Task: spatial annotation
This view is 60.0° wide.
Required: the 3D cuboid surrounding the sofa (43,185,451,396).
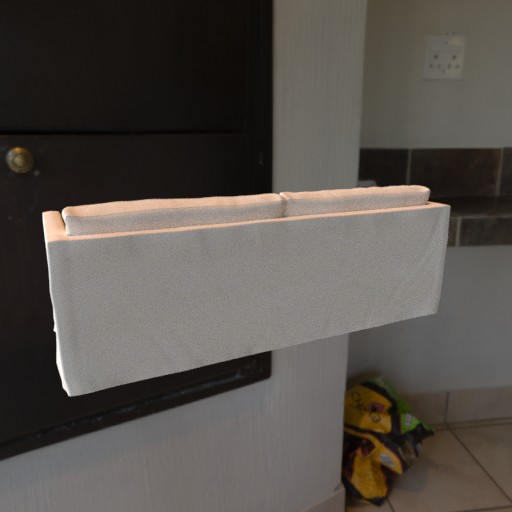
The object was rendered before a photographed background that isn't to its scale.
[{"bbox_3d":[0.000,0.000,3.232,2.779,0.999,1.036,-7,16,-25],"label":"sofa"}]
